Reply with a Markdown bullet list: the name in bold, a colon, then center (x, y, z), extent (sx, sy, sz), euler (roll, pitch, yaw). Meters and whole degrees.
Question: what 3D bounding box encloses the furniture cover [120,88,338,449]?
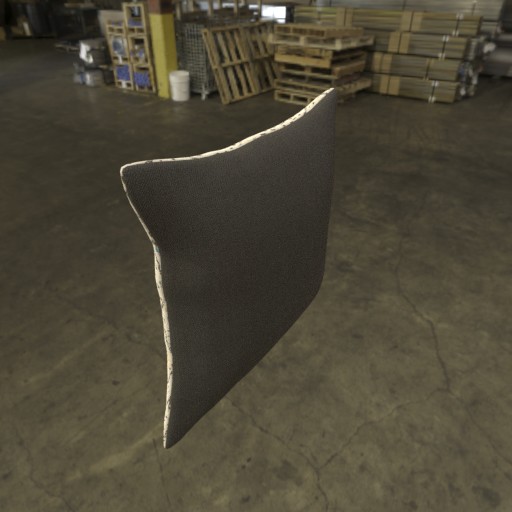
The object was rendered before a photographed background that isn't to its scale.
- **furniture cover**: center (0.000, 0.000, 0.790), extent (0.180, 0.498, 0.525), euler (21, 38, 29)
